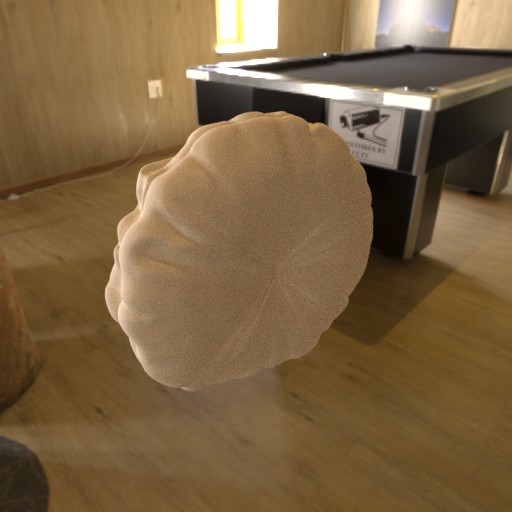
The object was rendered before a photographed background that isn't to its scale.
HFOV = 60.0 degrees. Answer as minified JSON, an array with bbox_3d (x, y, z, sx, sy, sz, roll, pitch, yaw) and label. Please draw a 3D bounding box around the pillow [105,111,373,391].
[{"bbox_3d":[0.000,0.000,0.650,0.428,0.407,0.148,-17,34,-28],"label":"pillow"}]
